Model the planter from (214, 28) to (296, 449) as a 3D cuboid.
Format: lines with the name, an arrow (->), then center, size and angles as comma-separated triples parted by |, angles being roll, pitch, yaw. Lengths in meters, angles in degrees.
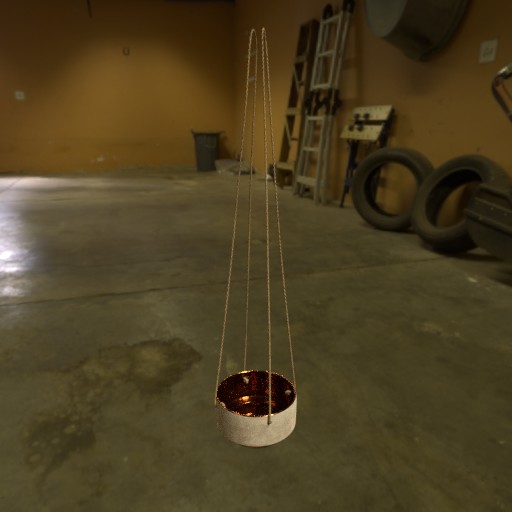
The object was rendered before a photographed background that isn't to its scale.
planter -> 0.000, 0.000, 1.110 | 0.223, 1.030, 0.223 | 8, 18, 26
